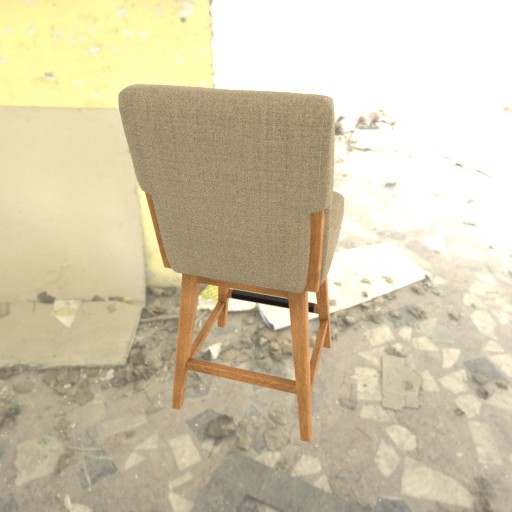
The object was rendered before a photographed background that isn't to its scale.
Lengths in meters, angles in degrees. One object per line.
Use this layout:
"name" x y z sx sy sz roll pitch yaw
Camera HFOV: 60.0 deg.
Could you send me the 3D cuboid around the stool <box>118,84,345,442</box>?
"stool" 0.000 0.000 1.293 0.459 1.010 0.526 9 32 14
